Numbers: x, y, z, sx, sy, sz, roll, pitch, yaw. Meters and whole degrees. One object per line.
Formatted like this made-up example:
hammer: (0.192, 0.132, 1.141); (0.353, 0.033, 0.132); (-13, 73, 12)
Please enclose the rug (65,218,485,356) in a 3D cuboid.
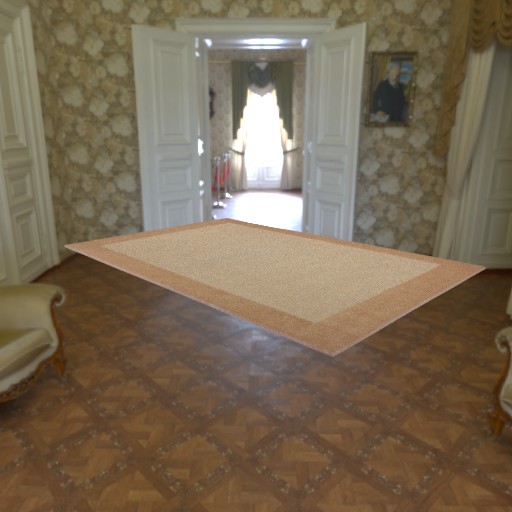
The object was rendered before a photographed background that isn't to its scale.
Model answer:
rug: (0.000, 0.000, 2.287); (1.829, 0.014, 1.219); (15, 21, 43)
